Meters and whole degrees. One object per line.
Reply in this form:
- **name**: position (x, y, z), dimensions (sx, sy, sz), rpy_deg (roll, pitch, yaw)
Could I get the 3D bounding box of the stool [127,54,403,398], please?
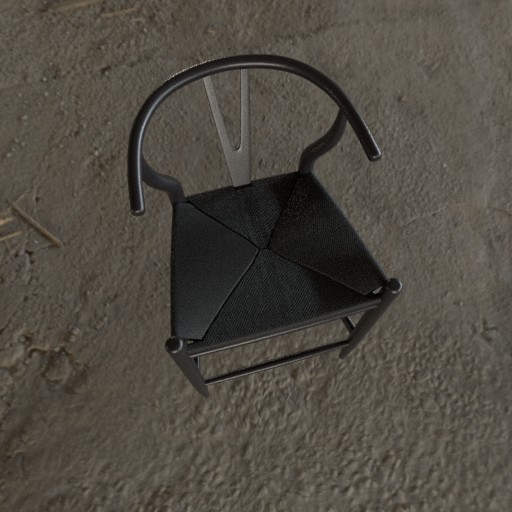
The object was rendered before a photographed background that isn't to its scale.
- **stool**: position (0.000, 0.000, 1.331), dimensions (0.569, 0.970, 0.579), rpy_deg (-14, 65, -7)
